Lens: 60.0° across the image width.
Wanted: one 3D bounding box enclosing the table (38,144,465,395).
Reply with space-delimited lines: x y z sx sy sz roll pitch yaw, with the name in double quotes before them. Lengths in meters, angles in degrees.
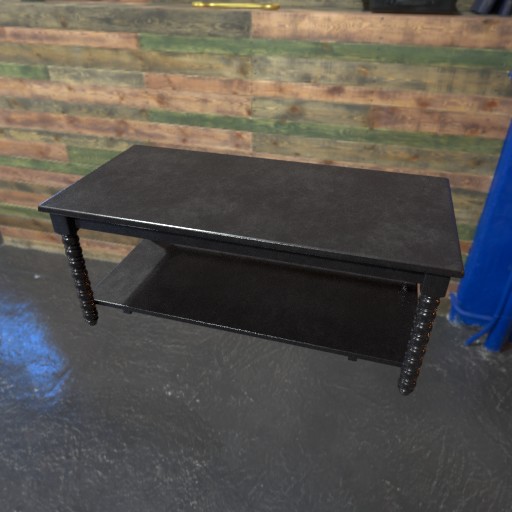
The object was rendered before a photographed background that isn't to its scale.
"table" 0.000 0.000 1.514 1.171 0.487 0.580 9 34 14
